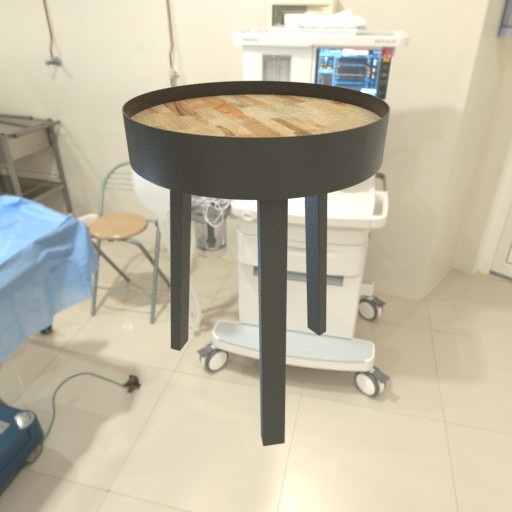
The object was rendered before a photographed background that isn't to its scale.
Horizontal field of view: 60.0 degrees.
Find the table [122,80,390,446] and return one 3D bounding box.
[{"bbox_3d":[0.000,0.000,0.835,0.406,0.559,0.406,0,30,0],"label":"table"}]
